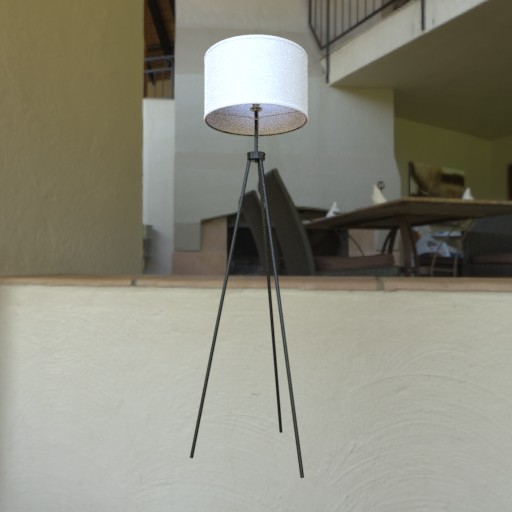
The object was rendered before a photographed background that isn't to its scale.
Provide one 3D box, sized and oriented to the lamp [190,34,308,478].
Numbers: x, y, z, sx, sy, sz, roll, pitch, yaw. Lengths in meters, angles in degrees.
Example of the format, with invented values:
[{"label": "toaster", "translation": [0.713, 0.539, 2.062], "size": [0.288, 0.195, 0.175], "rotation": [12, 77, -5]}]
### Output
[{"label": "lamp", "translation": [0.000, 0.000, 1.767], "size": [0.448, 1.545, 0.458], "rotation": [0, -1, 17]}]
